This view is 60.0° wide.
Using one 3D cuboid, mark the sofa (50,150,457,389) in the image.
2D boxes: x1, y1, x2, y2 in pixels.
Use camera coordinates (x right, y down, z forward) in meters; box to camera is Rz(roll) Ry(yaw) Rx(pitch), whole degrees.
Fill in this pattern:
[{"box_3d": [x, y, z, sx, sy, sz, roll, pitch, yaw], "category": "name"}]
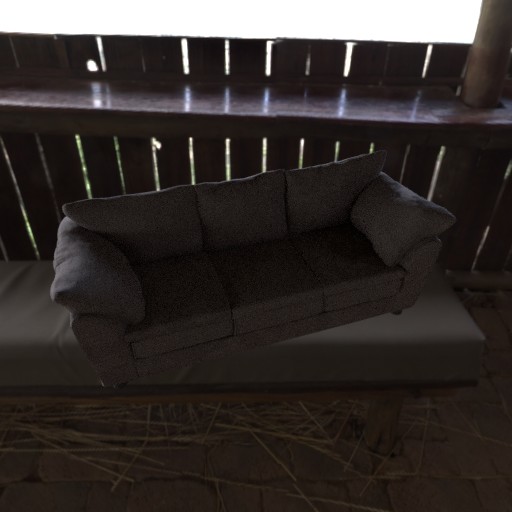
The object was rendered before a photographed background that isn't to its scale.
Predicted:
[{"box_3d": [0.000, 0.000, 2.907, 2.377, 0.981, 0.893, -11, 36, -16], "category": "sofa"}]
